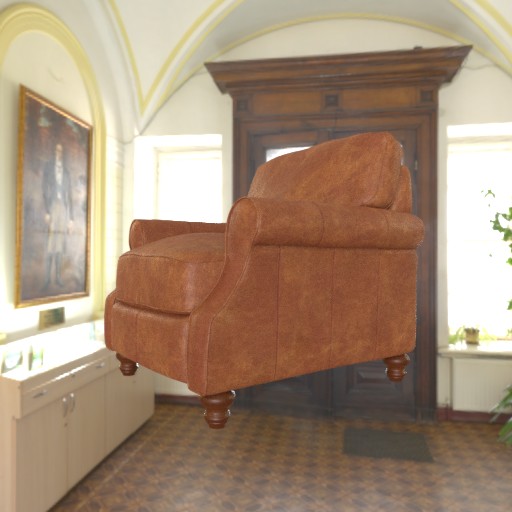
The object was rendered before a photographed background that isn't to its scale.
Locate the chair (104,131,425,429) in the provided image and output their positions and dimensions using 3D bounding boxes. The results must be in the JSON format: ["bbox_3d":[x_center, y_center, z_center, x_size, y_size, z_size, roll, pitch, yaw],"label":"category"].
[{"bbox_3d":[0.000,0.000,1.757,0.986,0.962,0.983,0,-1,-36],"label":"chair"}]
